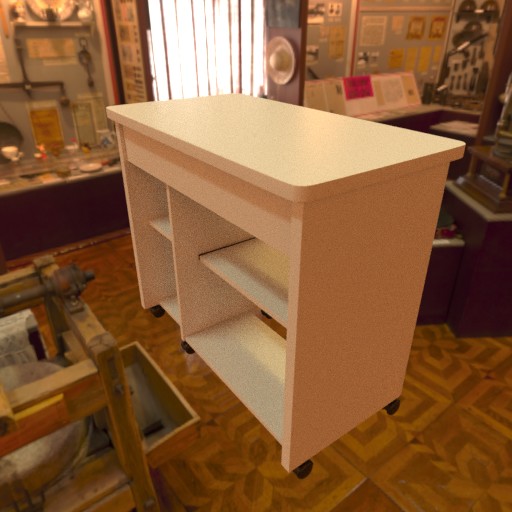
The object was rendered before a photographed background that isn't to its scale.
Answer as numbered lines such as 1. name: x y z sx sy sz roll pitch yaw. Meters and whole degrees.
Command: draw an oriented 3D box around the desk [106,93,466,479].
1. desk: 0.000 0.000 1.290 0.475 0.763 0.877 -19 34 -31
